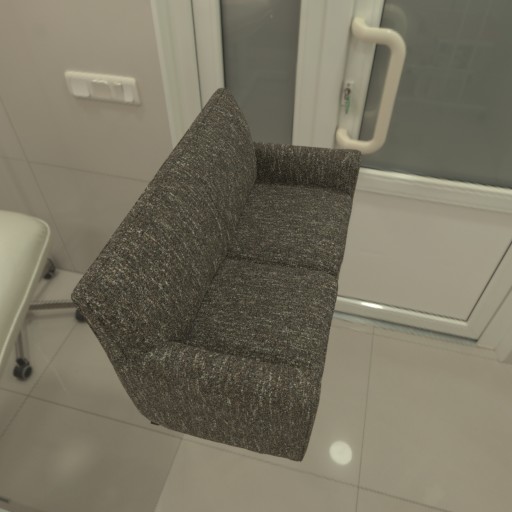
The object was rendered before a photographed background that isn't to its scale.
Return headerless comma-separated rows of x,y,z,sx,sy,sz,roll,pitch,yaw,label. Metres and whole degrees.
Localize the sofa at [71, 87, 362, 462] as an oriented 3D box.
0.000,0.000,2.074,0.801,0.946,1.519,11,47,10,sofa
